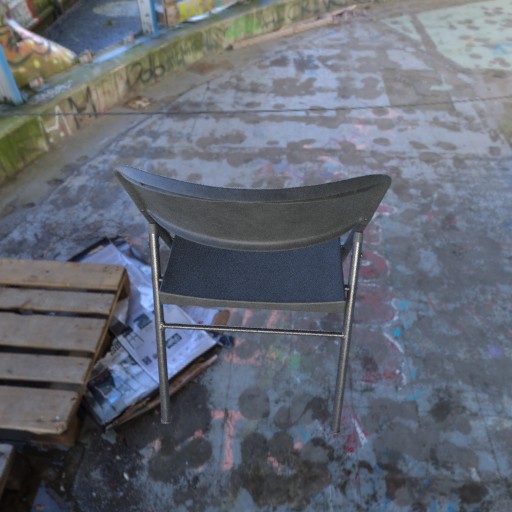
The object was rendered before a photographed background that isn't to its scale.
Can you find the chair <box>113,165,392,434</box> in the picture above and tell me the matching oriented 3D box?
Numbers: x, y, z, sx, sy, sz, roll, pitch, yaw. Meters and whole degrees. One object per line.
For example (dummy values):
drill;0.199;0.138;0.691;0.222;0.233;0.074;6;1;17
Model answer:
chair;0.000;0.000;1.116;0.494;0.810;0.567;3;45;3
